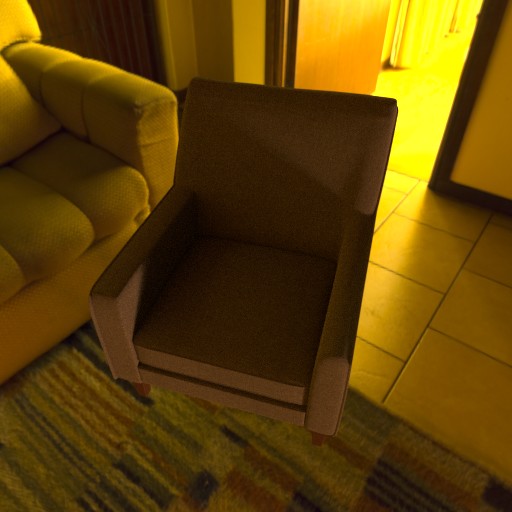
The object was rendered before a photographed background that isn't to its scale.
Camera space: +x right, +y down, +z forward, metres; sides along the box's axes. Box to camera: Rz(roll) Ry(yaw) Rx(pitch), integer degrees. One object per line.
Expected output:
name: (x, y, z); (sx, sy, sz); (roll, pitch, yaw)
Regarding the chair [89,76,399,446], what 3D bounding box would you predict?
chair: (0.000, 0.000, 1.585); (0.780, 0.919, 0.899); (11, 43, 12)
